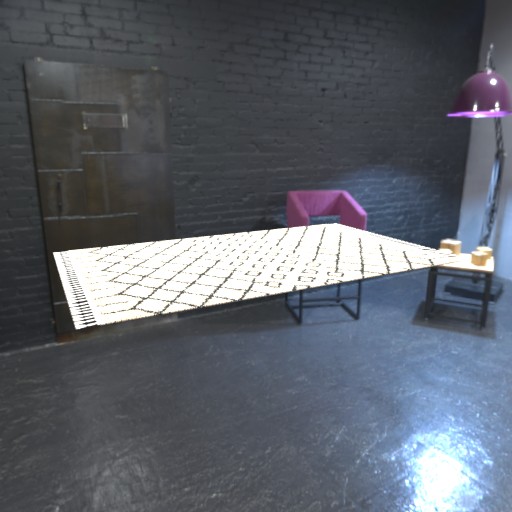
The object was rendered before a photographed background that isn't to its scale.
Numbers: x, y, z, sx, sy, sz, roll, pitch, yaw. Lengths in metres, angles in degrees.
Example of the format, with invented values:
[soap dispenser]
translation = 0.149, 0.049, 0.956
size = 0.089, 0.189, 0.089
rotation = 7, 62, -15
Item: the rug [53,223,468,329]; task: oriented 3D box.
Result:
[rug]
translation = 0.000, 0.000, 2.474
size = 2.006, 0.008, 1.196
rotation = -7, 16, -26
